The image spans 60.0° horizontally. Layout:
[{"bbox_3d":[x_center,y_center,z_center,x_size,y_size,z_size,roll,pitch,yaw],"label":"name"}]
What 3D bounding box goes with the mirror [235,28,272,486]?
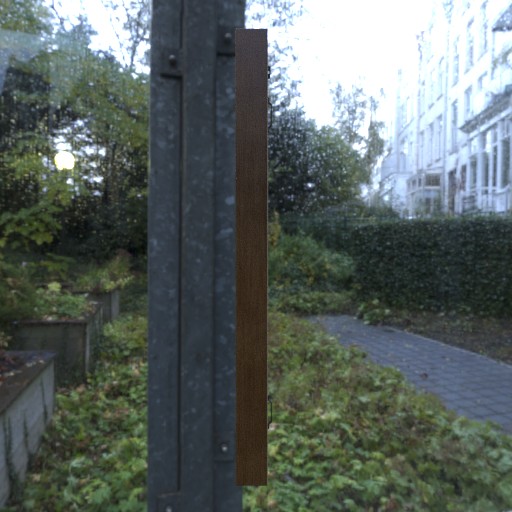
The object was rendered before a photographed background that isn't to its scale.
[{"bbox_3d":[0.000,0.000,0.694,0.041,0.508,0.405,0,1,1],"label":"mirror"}]
